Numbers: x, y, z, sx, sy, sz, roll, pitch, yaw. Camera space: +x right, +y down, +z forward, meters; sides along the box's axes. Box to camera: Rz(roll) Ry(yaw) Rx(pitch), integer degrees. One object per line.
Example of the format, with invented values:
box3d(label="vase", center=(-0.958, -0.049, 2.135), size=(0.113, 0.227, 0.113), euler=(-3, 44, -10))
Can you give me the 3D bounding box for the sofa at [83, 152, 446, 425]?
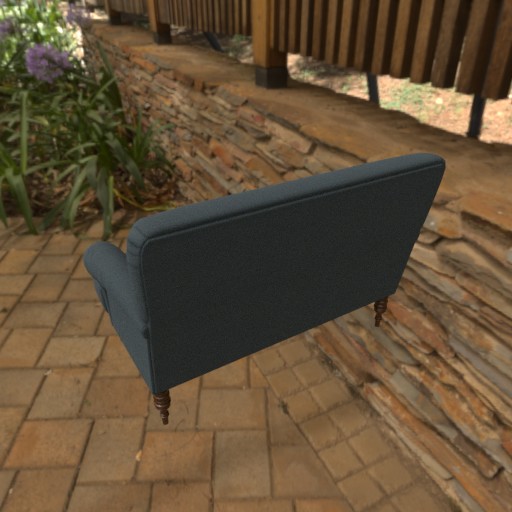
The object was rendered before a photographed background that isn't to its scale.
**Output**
box3d(label="sofa", center=(0.000, 0.000, 1.852), size=(1.297, 0.889, 0.779), euler=(-17, 35, -26))
